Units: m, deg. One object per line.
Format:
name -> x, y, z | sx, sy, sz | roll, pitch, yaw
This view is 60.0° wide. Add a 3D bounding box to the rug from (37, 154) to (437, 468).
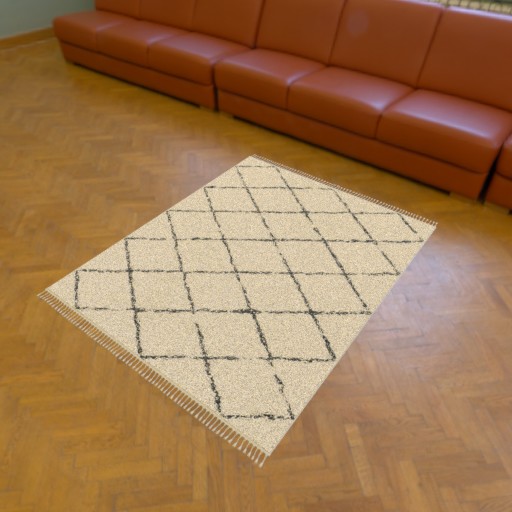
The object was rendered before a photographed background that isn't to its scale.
rug -> 0.000, 0.000, 4.142 | 2.380, 0.013, 3.051 | 27, 48, 27
